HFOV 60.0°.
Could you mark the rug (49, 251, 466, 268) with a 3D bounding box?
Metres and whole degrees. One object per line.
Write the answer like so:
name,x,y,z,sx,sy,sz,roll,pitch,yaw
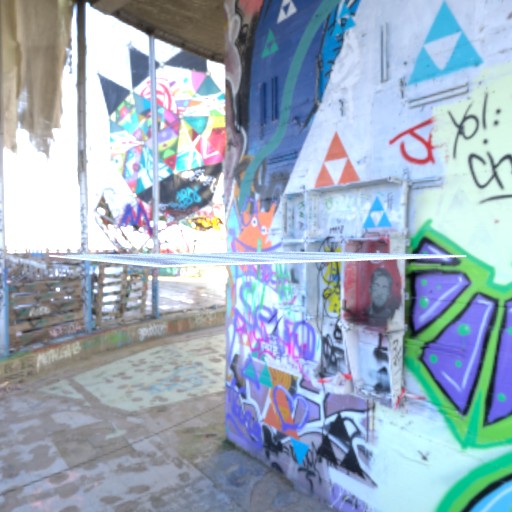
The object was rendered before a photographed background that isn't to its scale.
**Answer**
rug,0.000,0.000,3.984,2.945,0.014,2.353,-1,2,-37
